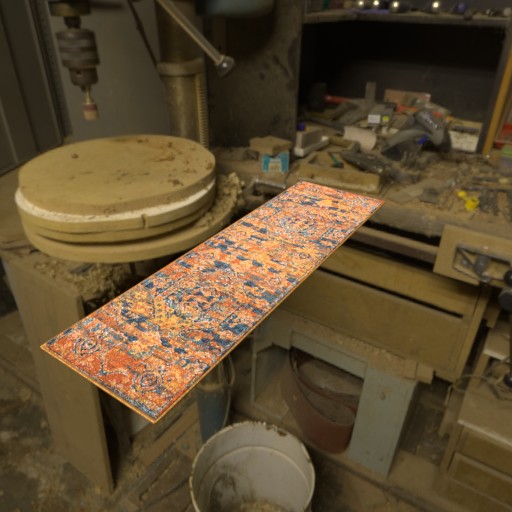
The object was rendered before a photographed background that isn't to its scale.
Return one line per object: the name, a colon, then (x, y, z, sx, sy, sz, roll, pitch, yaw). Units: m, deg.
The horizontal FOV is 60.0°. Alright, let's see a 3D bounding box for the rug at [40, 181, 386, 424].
rug: (0.000, 0.000, 2.025, 0.556, 0.013, 1.820, 20, 37, 29)
